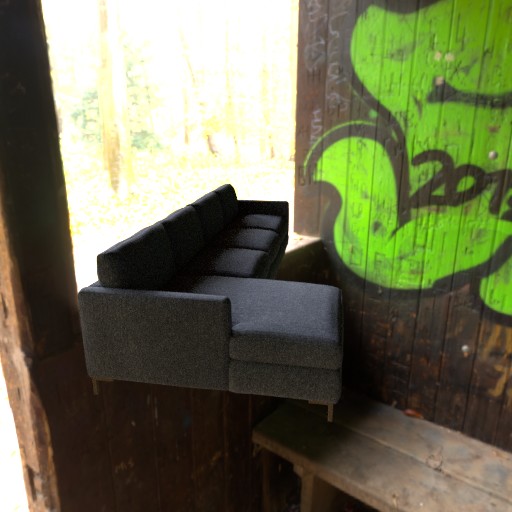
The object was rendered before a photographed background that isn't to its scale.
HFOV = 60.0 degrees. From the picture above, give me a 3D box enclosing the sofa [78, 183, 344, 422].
[{"bbox_3d":[0.000,0.000,3.533,1.350,0.810,2.932,3,17,9],"label":"sofa"}]
